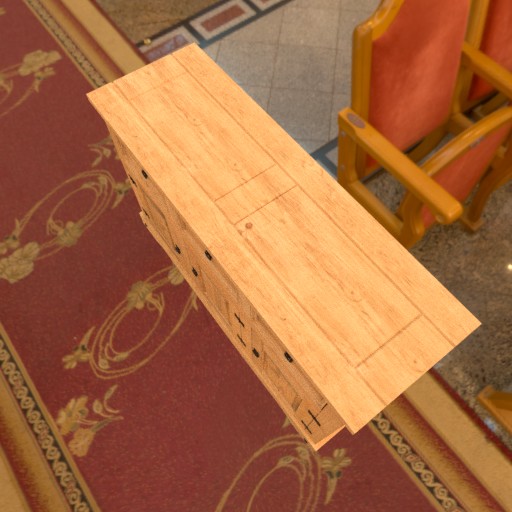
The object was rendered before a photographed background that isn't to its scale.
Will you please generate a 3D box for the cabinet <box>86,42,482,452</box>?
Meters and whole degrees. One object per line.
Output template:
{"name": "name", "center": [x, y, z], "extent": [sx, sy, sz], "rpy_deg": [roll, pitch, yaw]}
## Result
{"name": "cabinet", "center": [0.000, 0.000, 1.659], "extent": [0.432, 0.810, 1.321], "rpy_deg": [-34, 68, -16]}
